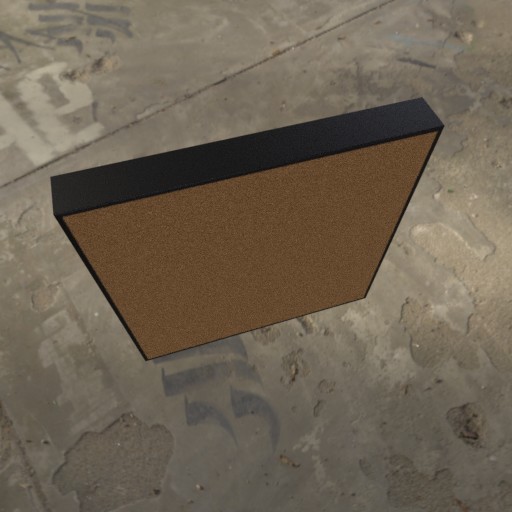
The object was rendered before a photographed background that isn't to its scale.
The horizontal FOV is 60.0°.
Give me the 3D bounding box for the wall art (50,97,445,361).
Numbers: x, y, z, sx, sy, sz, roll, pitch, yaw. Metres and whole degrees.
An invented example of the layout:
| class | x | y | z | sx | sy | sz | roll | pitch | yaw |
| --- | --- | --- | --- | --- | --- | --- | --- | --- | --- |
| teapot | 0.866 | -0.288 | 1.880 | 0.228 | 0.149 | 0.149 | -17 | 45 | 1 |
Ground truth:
| class | x | y | z | sx | sy | sz | roll | pitch | yaw |
| --- | --- | --- | --- | --- | --- | --- | --- | --- | --- |
| wall art | 0.000 | 0.000 | 0.467 | 0.304 | 0.303 | 0.037 | -15 | 59 | -9 |
